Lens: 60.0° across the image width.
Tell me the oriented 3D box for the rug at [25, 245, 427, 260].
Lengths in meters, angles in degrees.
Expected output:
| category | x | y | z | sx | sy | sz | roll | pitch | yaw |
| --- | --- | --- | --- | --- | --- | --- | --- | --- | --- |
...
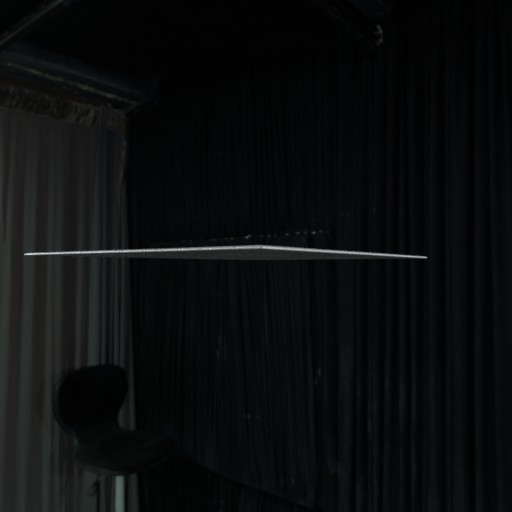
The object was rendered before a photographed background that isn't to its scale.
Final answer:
| category | x | y | z | sx | sy | sz | roll | pitch | yaw |
| --- | --- | --- | --- | --- | --- | --- | --- | --- | --- |
| rug | 0.000 | 0.000 | 2.914 | 1.608 | 0.014 | 2.213 | -1 | -2 | 35 |
